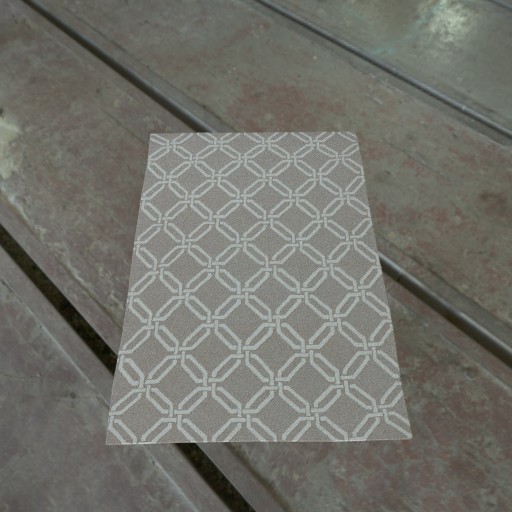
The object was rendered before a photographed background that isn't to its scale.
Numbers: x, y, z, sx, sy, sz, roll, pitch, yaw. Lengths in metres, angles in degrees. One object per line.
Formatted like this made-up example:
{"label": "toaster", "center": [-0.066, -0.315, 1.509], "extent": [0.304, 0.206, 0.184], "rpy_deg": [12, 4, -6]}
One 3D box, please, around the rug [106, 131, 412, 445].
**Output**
{"label": "rug", "center": [0.000, 0.000, 2.721], "extent": [1.524, 0.013, 2.135], "rpy_deg": [-1, 59, -1]}
